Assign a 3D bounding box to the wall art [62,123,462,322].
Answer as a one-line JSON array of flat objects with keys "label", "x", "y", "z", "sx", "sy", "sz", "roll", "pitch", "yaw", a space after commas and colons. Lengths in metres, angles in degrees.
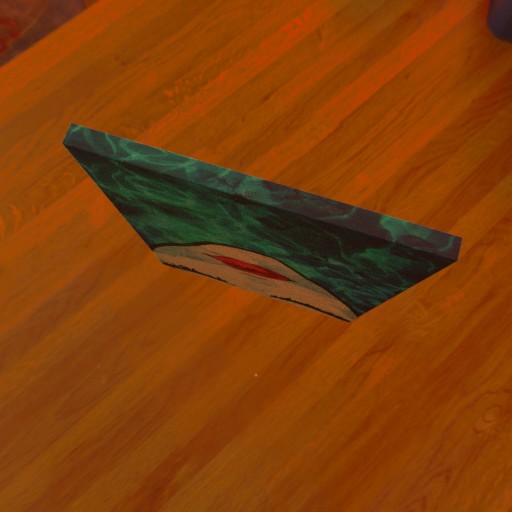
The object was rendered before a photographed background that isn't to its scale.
[{"label": "wall art", "x": 0.000, "y": 0.000, "z": 1.021, "sx": 0.609, "sy": 0.760, "sz": 0.038, "roll": 17, "pitch": 76, "yaw": 5}]
